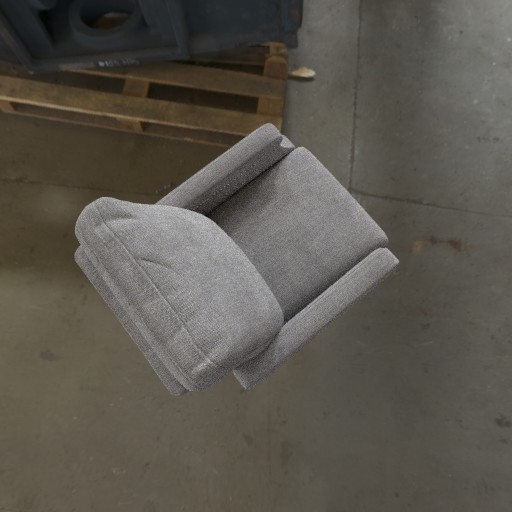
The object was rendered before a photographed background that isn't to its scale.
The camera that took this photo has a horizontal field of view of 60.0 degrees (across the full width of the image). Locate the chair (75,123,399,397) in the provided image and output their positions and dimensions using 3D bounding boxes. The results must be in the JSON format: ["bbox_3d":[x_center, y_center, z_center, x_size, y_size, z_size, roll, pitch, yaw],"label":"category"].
[{"bbox_3d":[0.000,0.000,1.613,0.922,1.049,0.710,-38,78,-9],"label":"chair"}]
